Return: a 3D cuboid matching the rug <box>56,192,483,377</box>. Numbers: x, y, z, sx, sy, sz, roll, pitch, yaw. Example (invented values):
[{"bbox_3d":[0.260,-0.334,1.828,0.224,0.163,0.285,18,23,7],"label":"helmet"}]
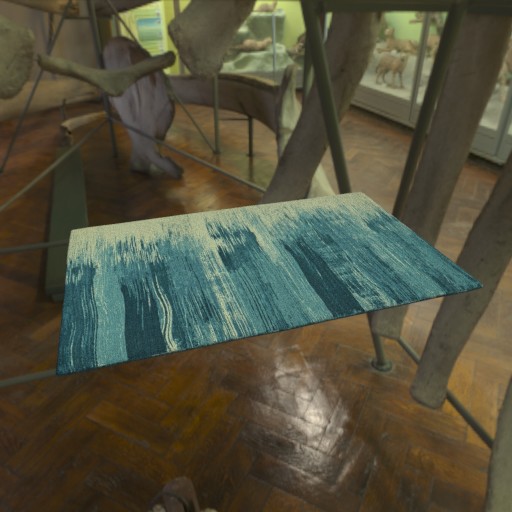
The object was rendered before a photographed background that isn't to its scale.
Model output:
[{"bbox_3d":[0.000,0.000,3.008,2.450,0.027,1.540,-9,32,-15],"label":"rug"}]
